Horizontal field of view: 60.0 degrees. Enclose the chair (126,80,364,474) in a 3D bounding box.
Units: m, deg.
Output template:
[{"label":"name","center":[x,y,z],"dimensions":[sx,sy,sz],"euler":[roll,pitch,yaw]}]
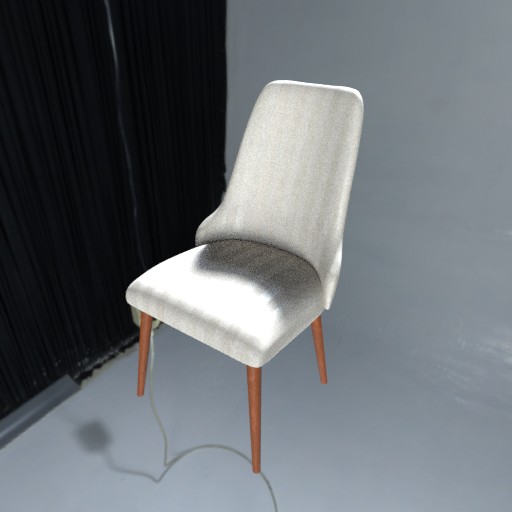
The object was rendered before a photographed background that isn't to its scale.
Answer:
[{"label":"chair","center":[0.000,0.000,1.364],"dimensions":[0.526,0.917,0.684],"euler":[20,36,30]}]
